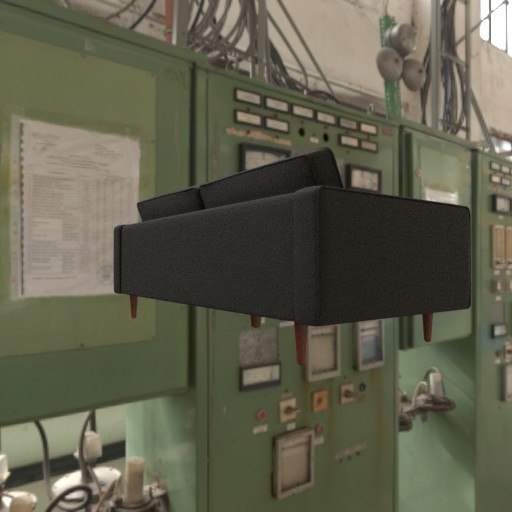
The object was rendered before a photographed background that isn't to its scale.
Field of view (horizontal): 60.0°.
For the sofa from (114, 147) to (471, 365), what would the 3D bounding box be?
[{"bbox_3d":[0.000,0.000,2.346,0.914,0.759,1.875,1,-1,-36],"label":"sofa"}]
